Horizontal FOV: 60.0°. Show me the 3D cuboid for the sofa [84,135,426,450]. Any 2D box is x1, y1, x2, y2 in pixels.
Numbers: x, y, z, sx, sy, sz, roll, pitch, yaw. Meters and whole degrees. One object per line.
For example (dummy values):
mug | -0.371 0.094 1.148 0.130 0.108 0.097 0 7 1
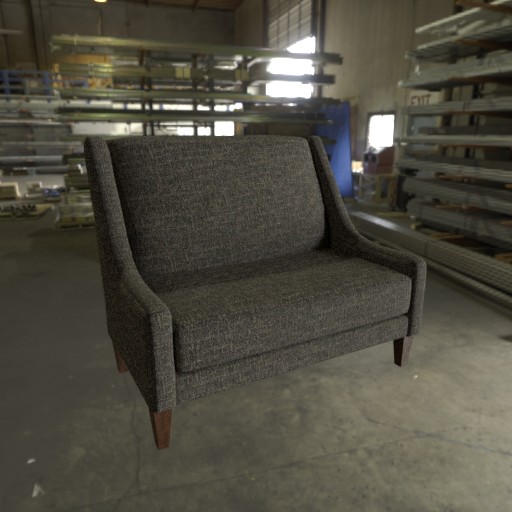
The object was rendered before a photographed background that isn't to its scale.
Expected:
sofa | 0.000 0.000 1.946 1.242 1.021 0.870 -8 18 -28
